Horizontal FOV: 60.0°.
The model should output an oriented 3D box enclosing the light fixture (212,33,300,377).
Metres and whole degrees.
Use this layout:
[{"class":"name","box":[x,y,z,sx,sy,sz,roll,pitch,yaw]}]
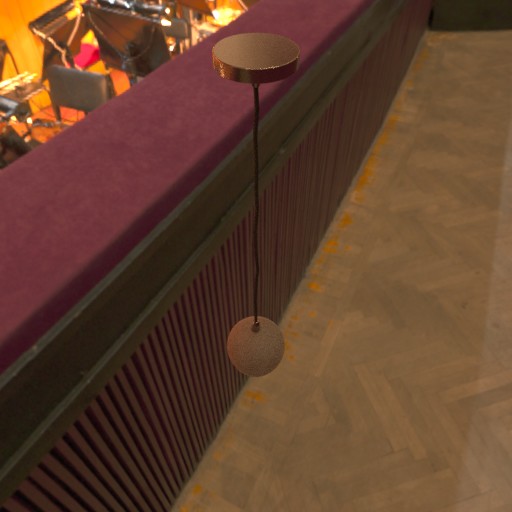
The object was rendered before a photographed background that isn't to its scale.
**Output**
[{"class":"light fixture","box":[0.000,0.000,0.838,0.139,0.764,0.139,23,51,20]}]
